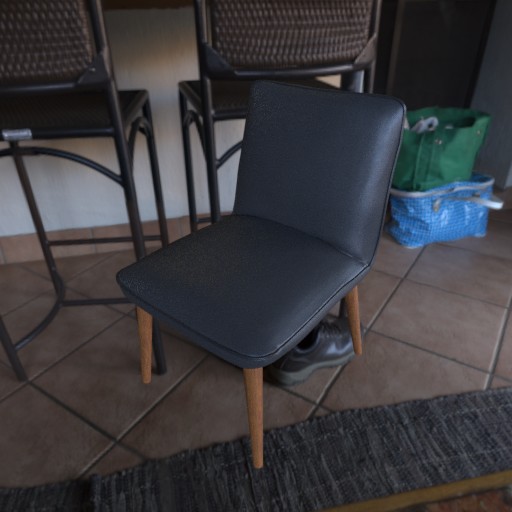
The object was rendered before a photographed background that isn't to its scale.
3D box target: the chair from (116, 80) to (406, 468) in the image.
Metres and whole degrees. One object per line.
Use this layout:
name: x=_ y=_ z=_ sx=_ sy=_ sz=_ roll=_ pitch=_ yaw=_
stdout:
chair: x=0.000 y=0.000 z=1.202 sx=0.543 sy=0.801 sz=0.645 roll=19 pitch=35 yaw=30
